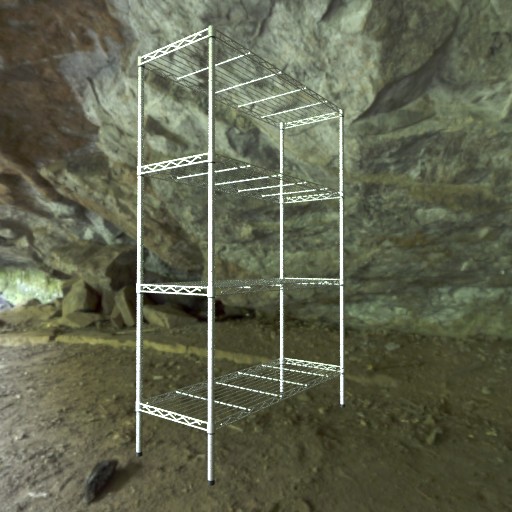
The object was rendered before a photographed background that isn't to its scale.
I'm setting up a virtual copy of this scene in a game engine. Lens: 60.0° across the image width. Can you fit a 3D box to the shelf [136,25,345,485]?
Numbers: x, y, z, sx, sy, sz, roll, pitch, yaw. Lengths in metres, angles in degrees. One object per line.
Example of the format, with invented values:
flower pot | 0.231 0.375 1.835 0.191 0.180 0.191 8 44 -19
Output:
shelf | 0.000 0.000 1.769 0.352 1.360 0.907 -1 -1 37
